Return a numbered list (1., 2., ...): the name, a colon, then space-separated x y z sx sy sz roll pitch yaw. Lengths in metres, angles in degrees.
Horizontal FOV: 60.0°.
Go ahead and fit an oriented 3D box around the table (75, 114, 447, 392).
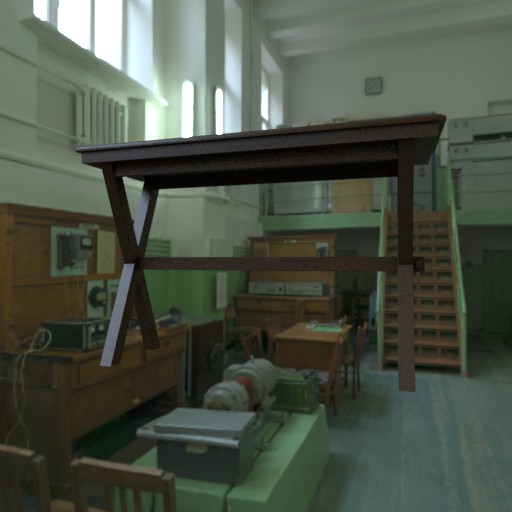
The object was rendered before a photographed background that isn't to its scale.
1. table: 0.000 0.000 1.557 1.197 0.763 0.399 0 0 17
